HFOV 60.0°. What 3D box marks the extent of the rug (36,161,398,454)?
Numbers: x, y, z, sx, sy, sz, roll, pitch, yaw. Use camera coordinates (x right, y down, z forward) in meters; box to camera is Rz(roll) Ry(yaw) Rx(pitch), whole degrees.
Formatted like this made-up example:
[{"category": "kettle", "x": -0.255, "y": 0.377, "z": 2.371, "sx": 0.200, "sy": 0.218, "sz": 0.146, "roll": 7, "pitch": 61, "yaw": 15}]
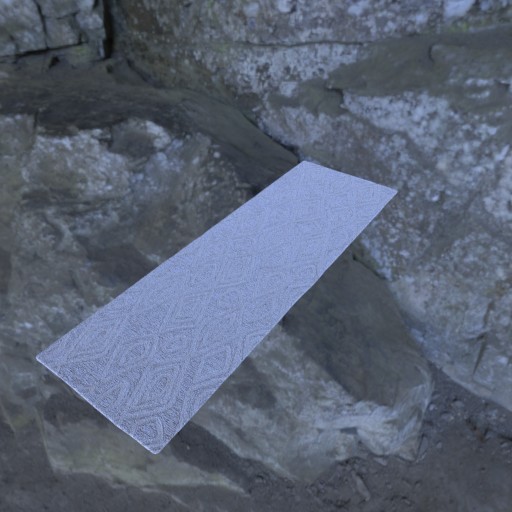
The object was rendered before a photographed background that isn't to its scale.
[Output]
[{"category": "rug", "x": 0.000, "y": 0.000, "z": 2.653, "sx": 0.807, "sy": 0.013, "sz": 2.436, "roll": 25, "pitch": 45, "yaw": 27}]
